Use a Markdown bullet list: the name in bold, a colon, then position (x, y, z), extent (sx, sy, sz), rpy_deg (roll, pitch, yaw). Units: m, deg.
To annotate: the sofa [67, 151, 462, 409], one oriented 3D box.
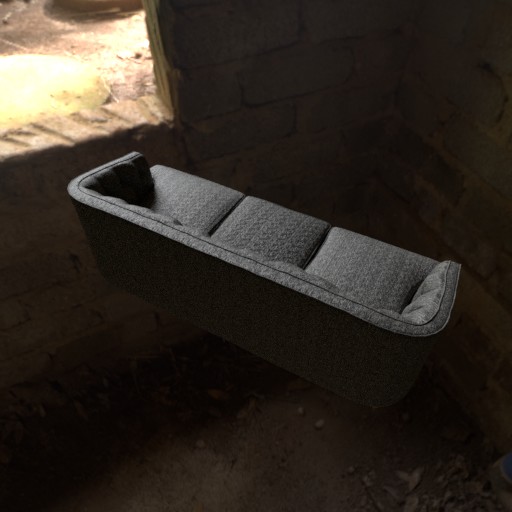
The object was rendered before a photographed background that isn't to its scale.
- **sofa**: position (0.000, 0.000, 2.782), extent (2.278, 0.855, 0.941), rpy_deg (22, 50, 20)
